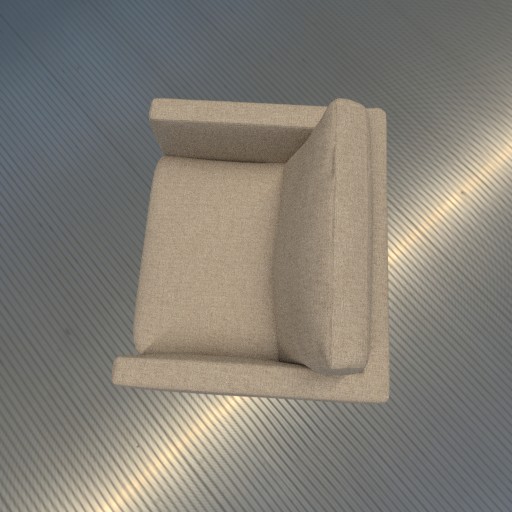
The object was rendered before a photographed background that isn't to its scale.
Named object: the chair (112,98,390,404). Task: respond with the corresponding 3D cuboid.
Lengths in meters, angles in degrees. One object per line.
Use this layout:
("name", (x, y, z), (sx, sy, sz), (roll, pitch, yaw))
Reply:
("chair", (0.000, 0.000, 1.843), (0.959, 0.961, 1.107), (3, 75, 1))
